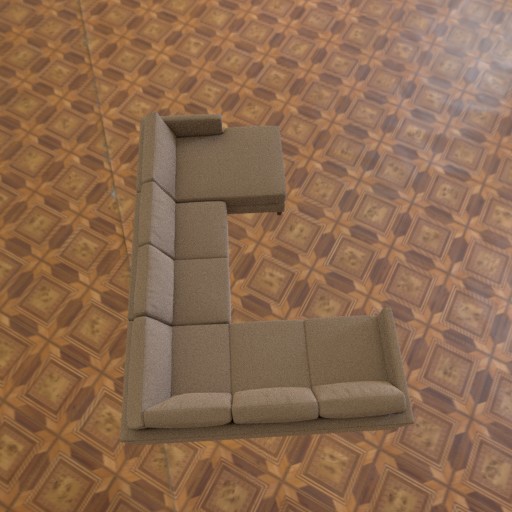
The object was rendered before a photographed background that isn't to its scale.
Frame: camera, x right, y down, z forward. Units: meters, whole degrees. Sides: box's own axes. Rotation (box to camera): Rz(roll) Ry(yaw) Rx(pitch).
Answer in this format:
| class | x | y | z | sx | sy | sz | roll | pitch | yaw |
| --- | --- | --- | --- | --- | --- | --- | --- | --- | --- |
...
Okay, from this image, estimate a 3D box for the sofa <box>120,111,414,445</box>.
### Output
| class | x | y | z | sx | sy | sz | roll | pitch | yaw |
| --- | --- | --- | --- | --- | --- | --- | --- | --- | --- |
| sofa | 0.000 | 0.000 | 4.558 | 2.424 | 0.865 | 3.438 | -3 | 65 | -2 |
